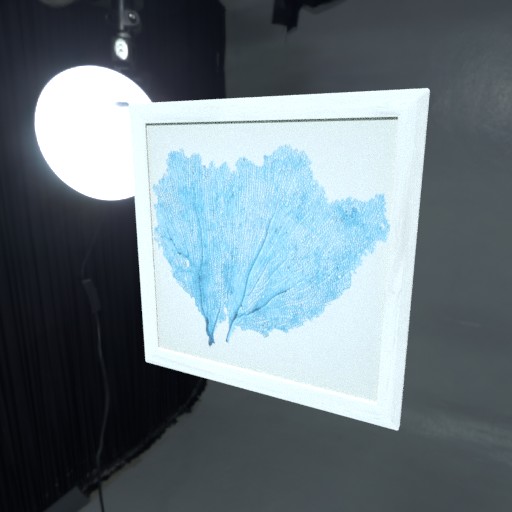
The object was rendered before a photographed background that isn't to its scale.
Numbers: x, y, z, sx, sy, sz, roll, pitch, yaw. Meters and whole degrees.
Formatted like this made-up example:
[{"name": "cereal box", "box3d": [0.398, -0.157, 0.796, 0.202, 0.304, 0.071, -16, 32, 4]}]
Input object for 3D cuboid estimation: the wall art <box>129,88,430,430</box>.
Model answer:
[{"name": "wall art", "box3d": [0.000, 0.000, 0.864, 0.584, 0.584, 0.013, 7, 16, 26]}]
